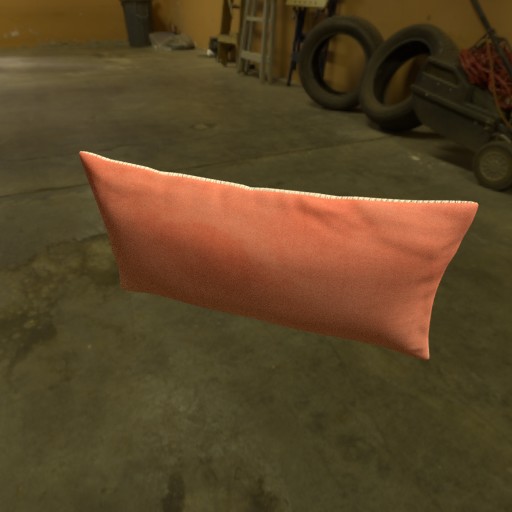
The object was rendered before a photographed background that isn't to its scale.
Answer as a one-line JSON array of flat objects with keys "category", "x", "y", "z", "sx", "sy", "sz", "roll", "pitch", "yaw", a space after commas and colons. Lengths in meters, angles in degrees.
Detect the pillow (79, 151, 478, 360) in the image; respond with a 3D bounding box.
[{"category": "pillow", "x": 0.000, "y": 0.000, "z": 0.740, "sx": 0.608, "sy": 0.307, "sz": 0.155, "roll": 11, "pitch": 33, "yaw": 17}]
